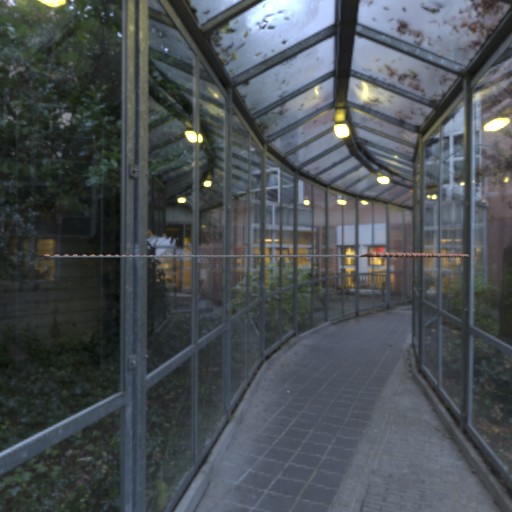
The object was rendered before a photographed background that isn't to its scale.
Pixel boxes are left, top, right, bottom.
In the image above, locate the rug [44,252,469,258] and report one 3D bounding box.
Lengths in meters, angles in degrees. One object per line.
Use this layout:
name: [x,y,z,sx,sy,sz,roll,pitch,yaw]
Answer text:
rug: [0.000,0.000,4.318,3.369,0.035,2.451,0,0,37]
